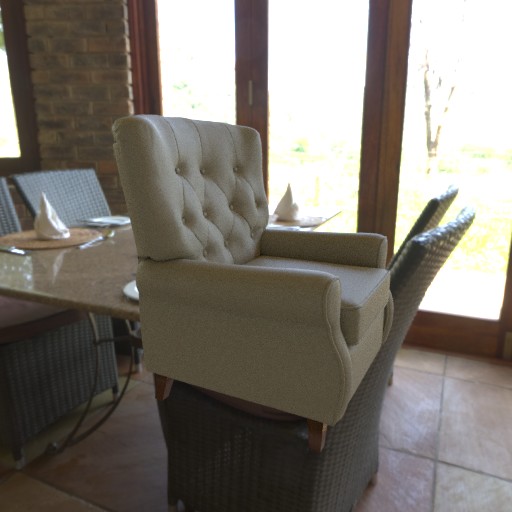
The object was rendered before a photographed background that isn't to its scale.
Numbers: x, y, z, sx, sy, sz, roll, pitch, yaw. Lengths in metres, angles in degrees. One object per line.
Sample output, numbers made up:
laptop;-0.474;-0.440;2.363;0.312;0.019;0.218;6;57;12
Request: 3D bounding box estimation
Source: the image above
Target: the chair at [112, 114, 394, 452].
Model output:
chair;0.000;0.000;1.891;1.059;1.158;0.943;7;16;27
